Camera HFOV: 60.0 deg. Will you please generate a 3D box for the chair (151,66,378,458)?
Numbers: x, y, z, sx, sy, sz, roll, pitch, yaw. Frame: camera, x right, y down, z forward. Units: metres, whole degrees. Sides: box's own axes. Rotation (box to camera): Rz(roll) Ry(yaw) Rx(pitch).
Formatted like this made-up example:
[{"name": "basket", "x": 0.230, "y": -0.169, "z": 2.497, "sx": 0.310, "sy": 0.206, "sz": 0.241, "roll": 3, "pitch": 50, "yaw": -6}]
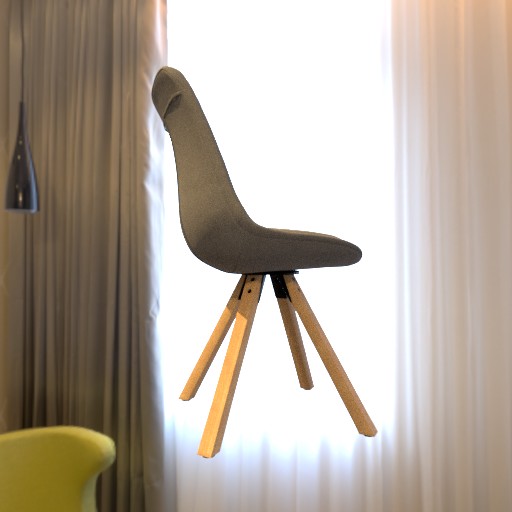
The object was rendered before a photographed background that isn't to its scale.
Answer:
[{"name": "chair", "x": 0.000, "y": 0.000, "z": 1.192, "sx": 0.549, "sy": 0.863, "sz": 0.474, "roll": 0, "pitch": 0, "yaw": -15}]
